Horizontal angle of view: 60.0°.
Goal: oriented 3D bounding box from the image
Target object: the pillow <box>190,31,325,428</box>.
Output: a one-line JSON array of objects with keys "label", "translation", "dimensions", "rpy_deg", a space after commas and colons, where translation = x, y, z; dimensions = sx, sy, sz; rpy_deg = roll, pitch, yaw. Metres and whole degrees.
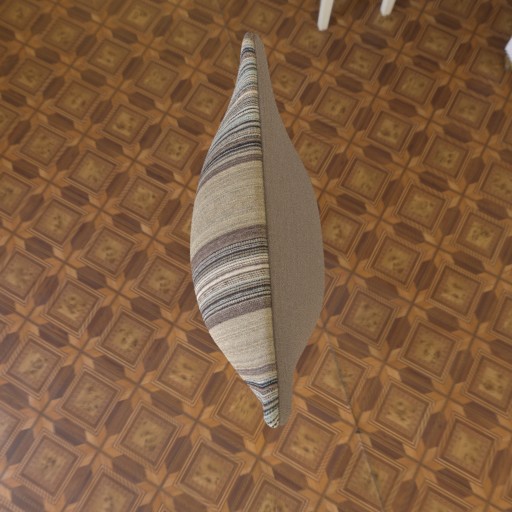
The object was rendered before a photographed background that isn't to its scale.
[{"label": "pillow", "translation": [0.000, 0.000, 0.653], "dimensions": [0.189, 0.416, 0.435], "rpy_deg": [-3, 76, -1]}]
